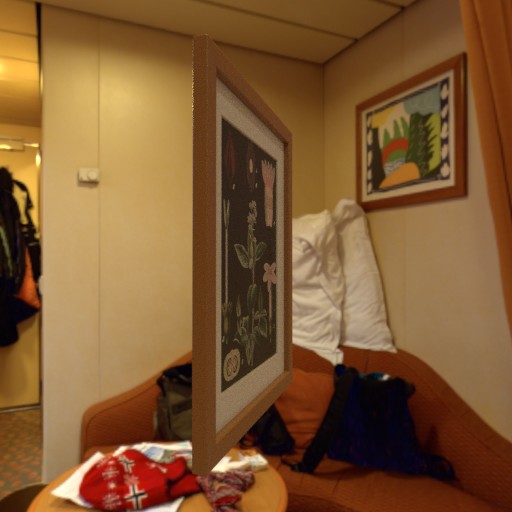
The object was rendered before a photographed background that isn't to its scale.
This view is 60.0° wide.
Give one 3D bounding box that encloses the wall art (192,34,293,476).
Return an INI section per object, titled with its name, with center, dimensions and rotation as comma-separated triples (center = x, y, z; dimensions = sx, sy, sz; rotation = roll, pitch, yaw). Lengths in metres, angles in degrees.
[wall art]
center = 0.000, 0.000, 0.528
dimensions = 0.015, 0.379, 0.310
rotation = 0, -1, 18
